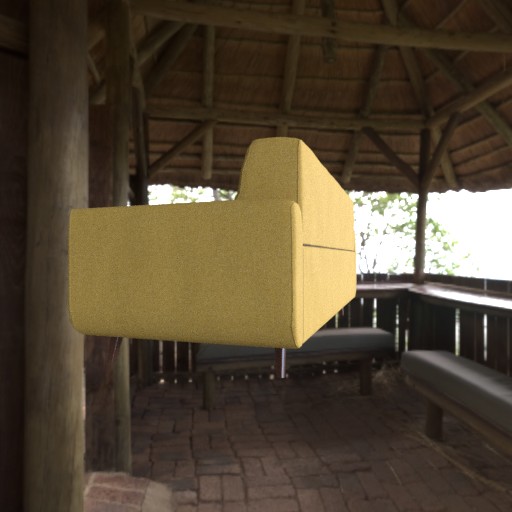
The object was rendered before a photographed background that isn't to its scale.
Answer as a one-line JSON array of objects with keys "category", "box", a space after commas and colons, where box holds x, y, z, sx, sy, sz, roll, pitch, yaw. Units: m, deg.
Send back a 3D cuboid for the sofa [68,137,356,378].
[{"category": "sofa", "box": [0.000, 0.000, 2.458, 0.909, 0.841, 2.029, 0, 0, 18]}]
